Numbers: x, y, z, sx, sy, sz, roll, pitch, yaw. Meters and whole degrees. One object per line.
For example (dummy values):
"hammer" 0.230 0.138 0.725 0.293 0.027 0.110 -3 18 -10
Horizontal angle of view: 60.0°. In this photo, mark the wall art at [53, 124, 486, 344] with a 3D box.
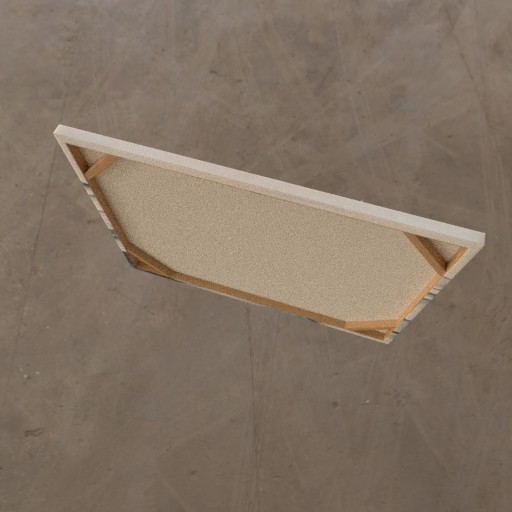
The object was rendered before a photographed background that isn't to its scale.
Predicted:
"wall art" 0.000 0.000 1.611 1.219 0.915 0.039 16 64 8
